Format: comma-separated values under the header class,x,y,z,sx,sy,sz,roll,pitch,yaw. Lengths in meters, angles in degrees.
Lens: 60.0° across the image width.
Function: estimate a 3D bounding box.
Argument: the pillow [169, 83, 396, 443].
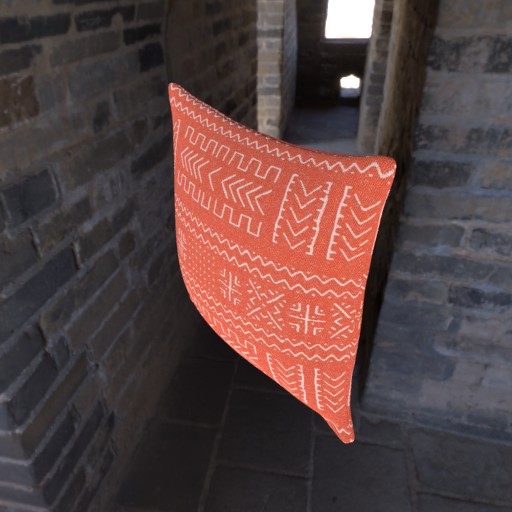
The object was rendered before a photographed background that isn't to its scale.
class,x,y,z,sx,sy,sz,roll,pitch,yaw
pillow,0.000,0.000,0.664,0.164,0.429,0.438,-22,38,-31
